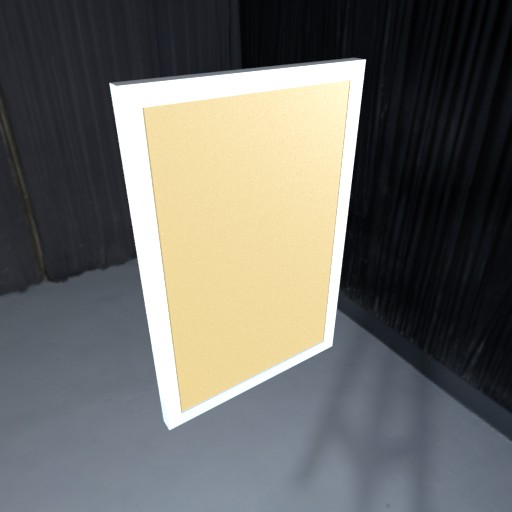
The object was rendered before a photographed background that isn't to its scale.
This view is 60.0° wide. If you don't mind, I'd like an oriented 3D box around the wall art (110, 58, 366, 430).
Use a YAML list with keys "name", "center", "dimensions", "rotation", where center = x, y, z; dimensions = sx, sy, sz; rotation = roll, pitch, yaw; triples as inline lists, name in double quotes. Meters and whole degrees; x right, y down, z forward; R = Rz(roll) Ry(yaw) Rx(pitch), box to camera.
- name: "wall art"
  center: [0.000, 0.000, 1.168]
  dimensions: [0.612, 0.915, 0.039]
  rotation: [-19, 36, -29]
